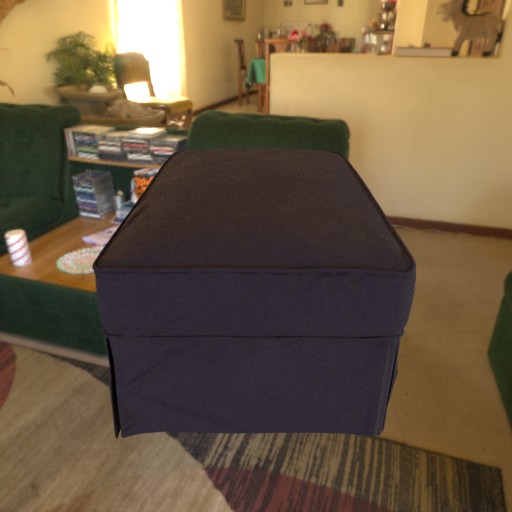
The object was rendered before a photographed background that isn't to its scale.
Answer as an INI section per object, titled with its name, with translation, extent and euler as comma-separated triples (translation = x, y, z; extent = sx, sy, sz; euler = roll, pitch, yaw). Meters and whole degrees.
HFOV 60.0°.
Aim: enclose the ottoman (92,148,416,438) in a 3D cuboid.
[ottoman]
translation = 0.000, 0.000, 1.313
extent = 0.637, 0.503, 0.938
euler = 0, 27, 1
